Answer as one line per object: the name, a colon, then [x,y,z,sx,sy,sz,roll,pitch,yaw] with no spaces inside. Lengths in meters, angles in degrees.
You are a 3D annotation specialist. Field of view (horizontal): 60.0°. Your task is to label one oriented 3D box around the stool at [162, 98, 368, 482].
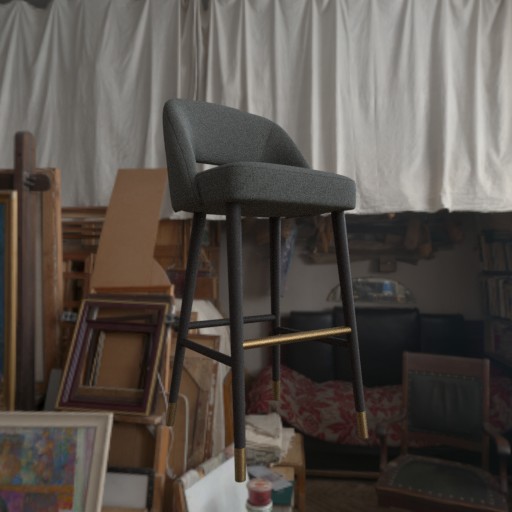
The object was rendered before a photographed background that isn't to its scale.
stool: [0.000,0.000,1.405,0.536,1.089,0.524,0,0,-35]
